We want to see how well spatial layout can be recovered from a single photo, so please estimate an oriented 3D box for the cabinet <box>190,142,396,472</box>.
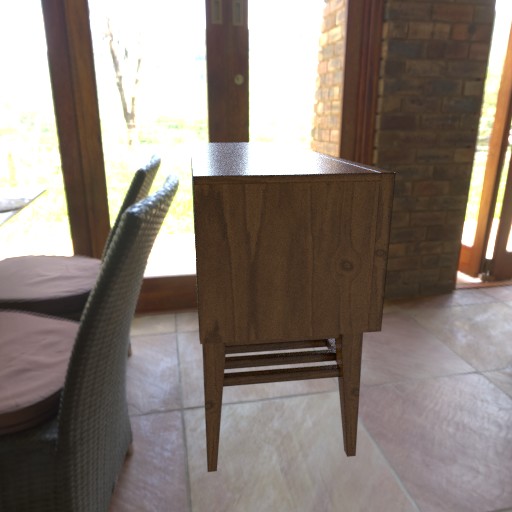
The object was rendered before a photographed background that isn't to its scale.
[{"bbox_3d":[0.000,0.000,1.755,0.477,0.802,1.363,-2,17,-8],"label":"cabinet"}]
